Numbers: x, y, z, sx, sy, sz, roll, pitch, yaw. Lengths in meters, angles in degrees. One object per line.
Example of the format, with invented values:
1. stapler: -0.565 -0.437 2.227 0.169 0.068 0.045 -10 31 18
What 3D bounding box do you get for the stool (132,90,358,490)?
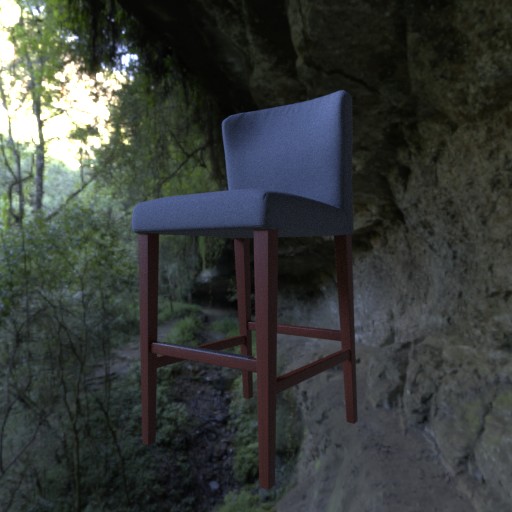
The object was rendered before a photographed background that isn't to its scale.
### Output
1. stool: 0.000 0.000 1.345 0.481 1.069 0.568 0 0 35
